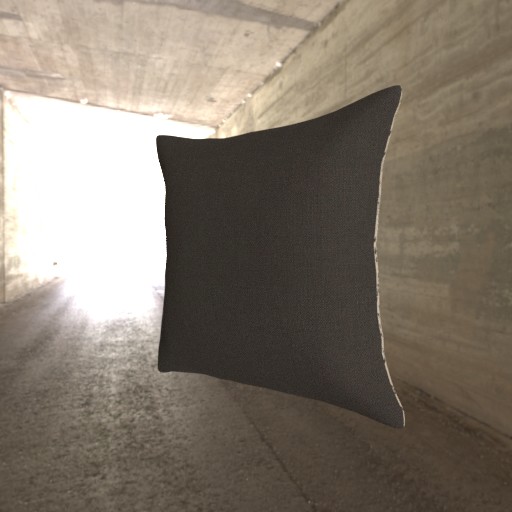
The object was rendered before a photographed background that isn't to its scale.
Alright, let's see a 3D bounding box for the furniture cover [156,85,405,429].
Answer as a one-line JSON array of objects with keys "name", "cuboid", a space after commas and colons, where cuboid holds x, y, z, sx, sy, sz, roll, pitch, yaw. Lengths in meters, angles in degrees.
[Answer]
[{"name": "furniture cover", "cuboid": [0.000, 0.000, 0.782, 0.525, 0.498, 0.180, 1, 1, 37]}]
